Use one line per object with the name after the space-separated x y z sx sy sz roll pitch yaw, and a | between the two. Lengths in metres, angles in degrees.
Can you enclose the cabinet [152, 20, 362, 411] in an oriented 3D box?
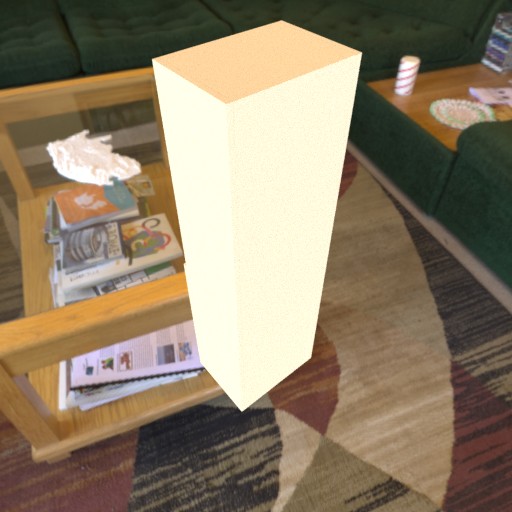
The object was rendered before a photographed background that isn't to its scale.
0.000 0.000 1.519 0.400 1.350 0.300 -31 53 -26 | cabinet
